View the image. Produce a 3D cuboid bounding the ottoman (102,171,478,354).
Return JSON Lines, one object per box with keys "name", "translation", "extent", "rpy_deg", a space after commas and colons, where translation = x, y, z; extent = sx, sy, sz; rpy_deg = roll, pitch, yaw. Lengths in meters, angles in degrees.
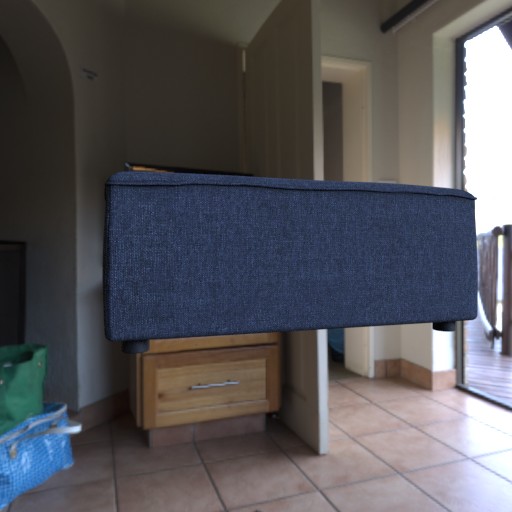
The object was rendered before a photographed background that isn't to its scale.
{"name": "ottoman", "translation": [0.000, 0.000, 1.559], "extent": [1.017, 0.423, 1.023], "rpy_deg": [0, 1, -18]}
